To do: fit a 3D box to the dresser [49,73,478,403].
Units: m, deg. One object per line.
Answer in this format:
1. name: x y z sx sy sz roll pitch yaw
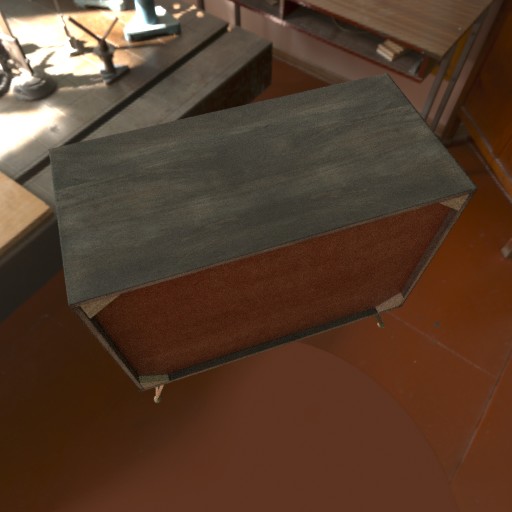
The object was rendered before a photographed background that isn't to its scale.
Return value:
1. dresser: 0.000 0.000 1.392 0.923 0.801 0.453 -16 59 -10
